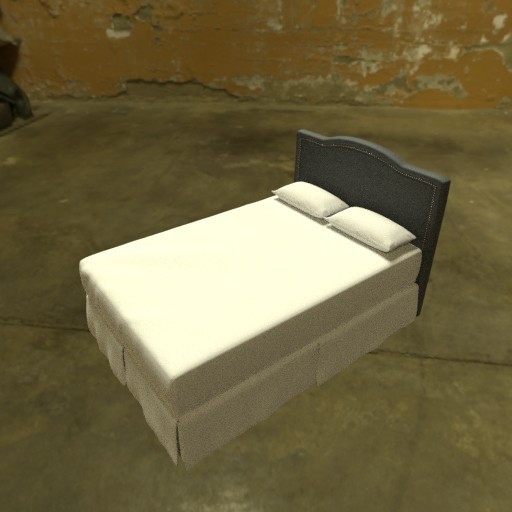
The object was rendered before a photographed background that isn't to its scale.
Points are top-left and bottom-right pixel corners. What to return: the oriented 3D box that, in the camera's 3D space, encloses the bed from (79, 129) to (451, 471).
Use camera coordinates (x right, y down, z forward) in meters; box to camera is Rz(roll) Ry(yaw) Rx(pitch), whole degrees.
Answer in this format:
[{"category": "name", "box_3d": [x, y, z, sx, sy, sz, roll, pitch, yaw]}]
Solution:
[{"category": "bed", "box_3d": [0.000, 0.000, 3.606, 2.507, 1.441, 1.747, -22, 38, -31]}]
